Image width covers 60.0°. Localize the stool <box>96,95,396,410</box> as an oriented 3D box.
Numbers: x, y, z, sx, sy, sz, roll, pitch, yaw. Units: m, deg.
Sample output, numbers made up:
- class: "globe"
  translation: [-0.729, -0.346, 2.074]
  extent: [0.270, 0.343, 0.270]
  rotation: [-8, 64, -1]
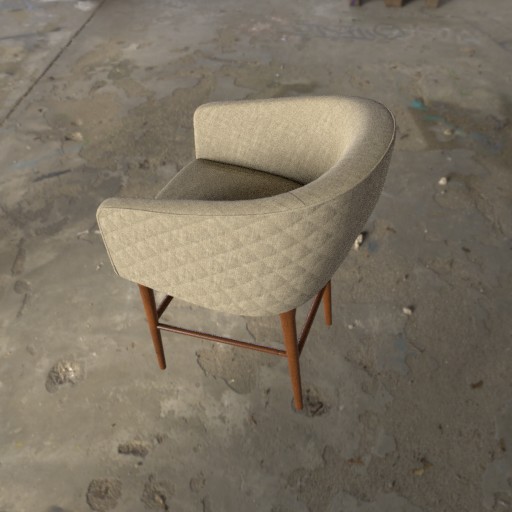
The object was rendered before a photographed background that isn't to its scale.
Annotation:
- class: "stool"
  translation: [0.000, 0.000, 1.358]
  extent: [0.635, 0.952, 0.559]
  rotation: [16, 48, 15]
